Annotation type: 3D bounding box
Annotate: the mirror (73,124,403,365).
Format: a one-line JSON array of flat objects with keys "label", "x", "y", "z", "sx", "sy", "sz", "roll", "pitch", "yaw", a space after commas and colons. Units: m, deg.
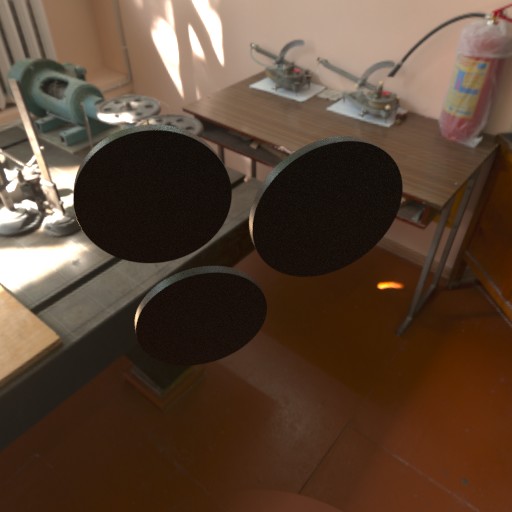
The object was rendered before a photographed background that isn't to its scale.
[{"label": "mirror", "x": 0.000, "y": 0.000, "z": 3.167, "sx": 2.160, "sy": 2.096, "sz": 0.076, "roll": -11, "pitch": 42, "yaw": -13}]
